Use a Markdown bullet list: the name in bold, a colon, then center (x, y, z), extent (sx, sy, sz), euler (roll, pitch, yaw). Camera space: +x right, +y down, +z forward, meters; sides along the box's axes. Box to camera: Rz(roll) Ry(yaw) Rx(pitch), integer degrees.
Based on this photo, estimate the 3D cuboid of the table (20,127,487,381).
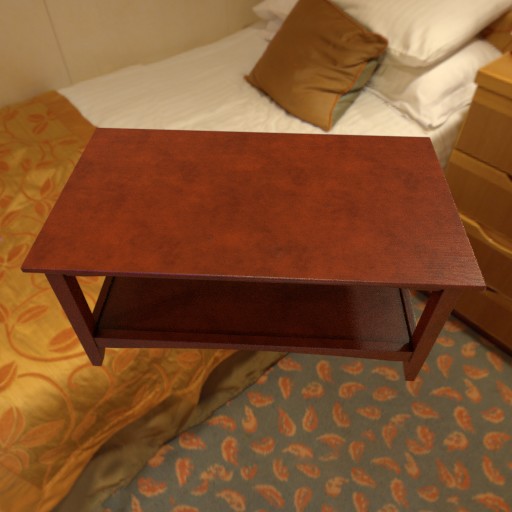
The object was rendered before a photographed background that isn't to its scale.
- **table**: center (0.000, 0.000, 1.238), extent (0.943, 0.456, 0.533), euler (2, 48, 2)
